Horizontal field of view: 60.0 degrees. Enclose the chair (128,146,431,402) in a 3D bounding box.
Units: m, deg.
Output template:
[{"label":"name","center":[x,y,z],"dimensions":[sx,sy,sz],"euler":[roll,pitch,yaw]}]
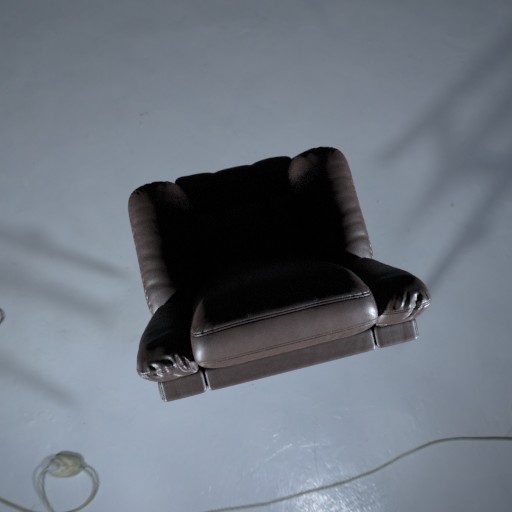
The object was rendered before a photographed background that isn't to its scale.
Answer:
[{"label":"chair","center":[0.000,0.000,1.762],"dimensions":[0.899,1.009,0.934],"euler":[-13,74,-4]}]
